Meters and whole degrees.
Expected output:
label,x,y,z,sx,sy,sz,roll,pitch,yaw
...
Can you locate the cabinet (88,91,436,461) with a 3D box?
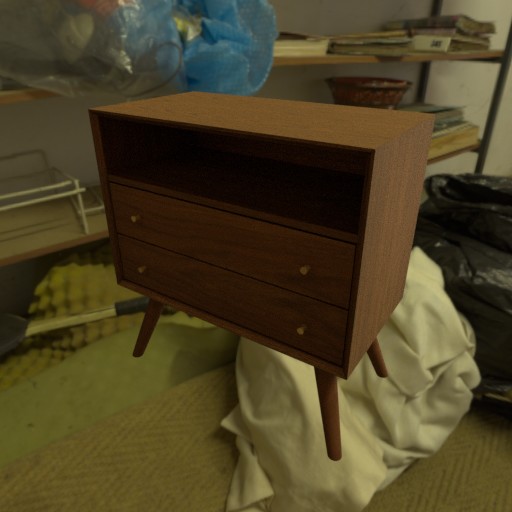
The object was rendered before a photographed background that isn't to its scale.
label,x,y,z,sx,sy,sz,roll,pitch,yaw
cabinet,0.000,0.000,1.192,0.712,0.748,0.388,17,32,29
